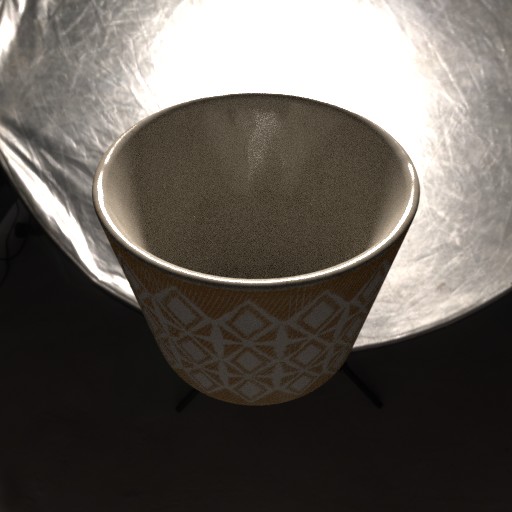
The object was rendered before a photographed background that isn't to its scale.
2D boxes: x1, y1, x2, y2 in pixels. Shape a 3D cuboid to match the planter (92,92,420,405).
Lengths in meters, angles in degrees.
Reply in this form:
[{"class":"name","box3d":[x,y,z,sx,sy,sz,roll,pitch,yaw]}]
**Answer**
[{"class":"planter","box3d":[0.000,0.000,0.213,0.126,0.104,0.126,0,46,0]}]
